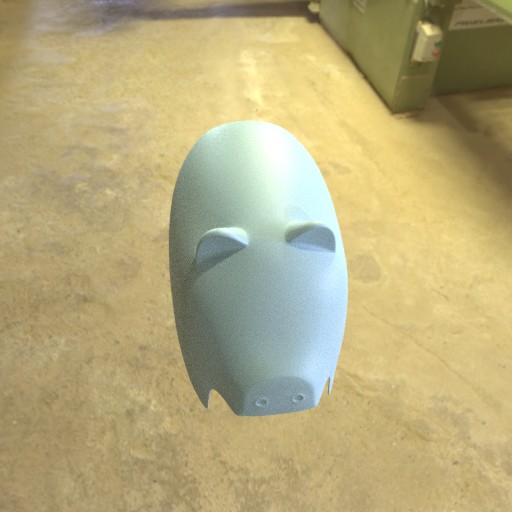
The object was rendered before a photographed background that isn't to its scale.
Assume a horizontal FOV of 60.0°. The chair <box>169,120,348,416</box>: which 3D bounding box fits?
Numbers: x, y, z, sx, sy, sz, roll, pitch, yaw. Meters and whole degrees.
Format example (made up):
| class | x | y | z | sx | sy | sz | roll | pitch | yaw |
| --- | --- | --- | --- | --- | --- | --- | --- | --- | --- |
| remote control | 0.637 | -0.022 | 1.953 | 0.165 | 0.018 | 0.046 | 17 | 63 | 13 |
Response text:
| class | x | y | z | sx | sy | sz | roll | pitch | yaw |
| --- | --- | --- | --- | --- | --- | --- | --- | --- | --- |
| chair | 0.000 | 0.000 | 0.875 | 0.364 | 0.423 | 0.619 | -5 | 47 | -5 |
